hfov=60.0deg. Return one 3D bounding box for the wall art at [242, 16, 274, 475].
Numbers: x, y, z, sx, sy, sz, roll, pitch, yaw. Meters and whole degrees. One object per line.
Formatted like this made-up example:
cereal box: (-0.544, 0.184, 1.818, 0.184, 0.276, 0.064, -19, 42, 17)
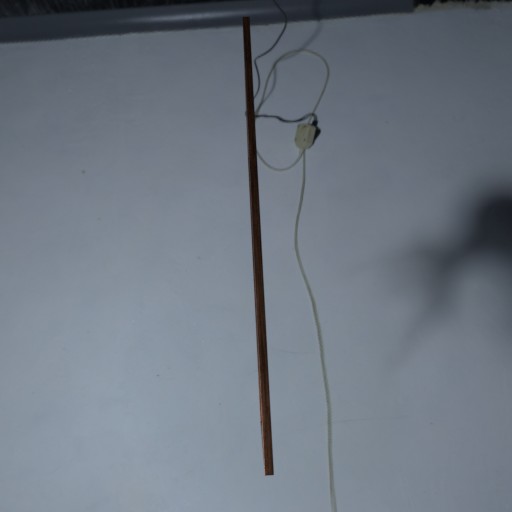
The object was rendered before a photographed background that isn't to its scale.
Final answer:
wall art: (0.000, 0.000, 1.028, 0.014, 0.559, 0.816, -3, 75, -1)
